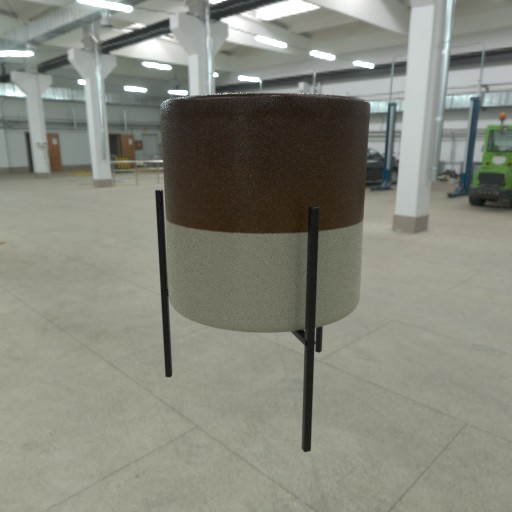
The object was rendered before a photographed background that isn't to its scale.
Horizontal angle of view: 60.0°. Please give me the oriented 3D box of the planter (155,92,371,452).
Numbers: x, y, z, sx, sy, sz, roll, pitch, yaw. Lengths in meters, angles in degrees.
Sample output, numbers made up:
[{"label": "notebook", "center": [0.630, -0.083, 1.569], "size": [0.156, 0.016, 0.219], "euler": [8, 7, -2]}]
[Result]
[{"label": "planter", "center": [0.000, 0.000, 0.575], "size": [0.269, 0.375, 0.255], "euler": [2, 14, 9]}]
